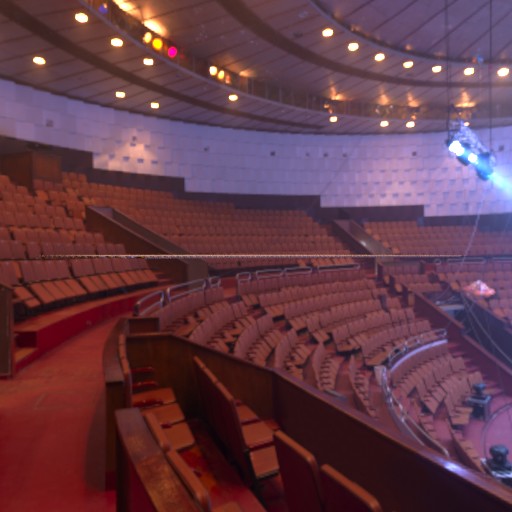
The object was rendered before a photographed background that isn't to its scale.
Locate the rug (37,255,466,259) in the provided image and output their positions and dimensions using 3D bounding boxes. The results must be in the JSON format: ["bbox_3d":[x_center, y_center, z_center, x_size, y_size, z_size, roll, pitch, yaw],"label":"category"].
[{"bbox_3d":[0.000,0.000,2.232,1.802,0.008,1.247,0,0,-36],"label":"rug"}]
